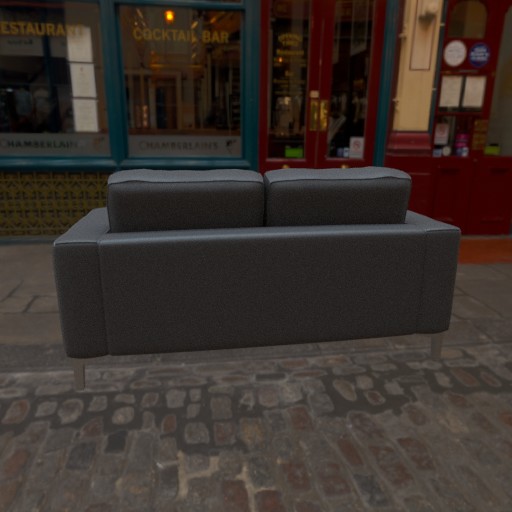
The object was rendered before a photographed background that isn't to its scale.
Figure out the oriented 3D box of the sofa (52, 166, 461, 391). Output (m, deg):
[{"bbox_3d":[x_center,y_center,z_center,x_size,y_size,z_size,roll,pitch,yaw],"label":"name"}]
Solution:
[{"bbox_3d":[0.000,0.000,2.225,1.726,0.893,0.833,-2,16,-8],"label":"sofa"}]
